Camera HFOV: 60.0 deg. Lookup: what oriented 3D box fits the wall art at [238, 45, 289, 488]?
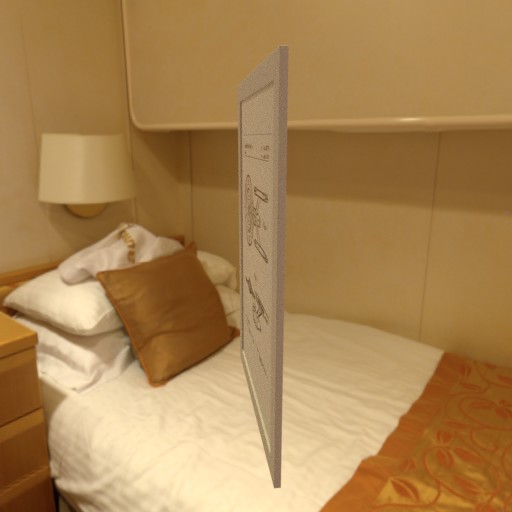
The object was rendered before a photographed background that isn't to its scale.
[{"bbox_3d":[0.000,0.000,0.849,0.011,0.659,0.454,-2,15,-9],"label":"wall art"}]
